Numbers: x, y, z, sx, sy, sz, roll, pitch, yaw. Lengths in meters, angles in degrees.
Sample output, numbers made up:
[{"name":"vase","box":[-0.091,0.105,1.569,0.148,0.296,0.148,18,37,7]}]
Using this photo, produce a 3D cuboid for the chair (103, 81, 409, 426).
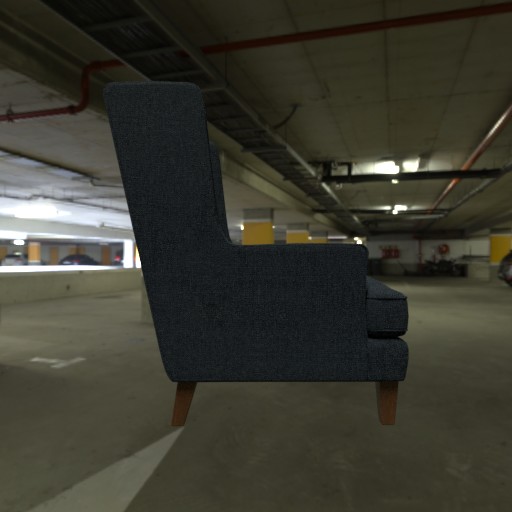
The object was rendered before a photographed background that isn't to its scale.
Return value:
[{"name":"chair","box":[0.000,0.000,1.733,0.947,1.072,0.764,0,0,-1]}]
